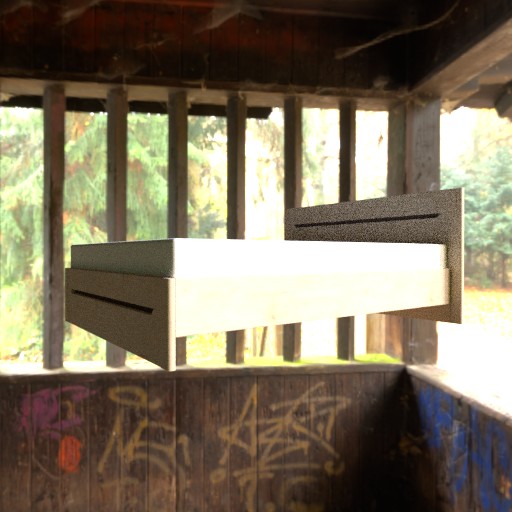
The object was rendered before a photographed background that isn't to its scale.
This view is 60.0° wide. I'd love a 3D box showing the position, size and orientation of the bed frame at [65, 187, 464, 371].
[{"bbox_3d":[0.000,0.000,3.027,2.080,0.900,1.800,0,0,-36],"label":"bed frame"}]
